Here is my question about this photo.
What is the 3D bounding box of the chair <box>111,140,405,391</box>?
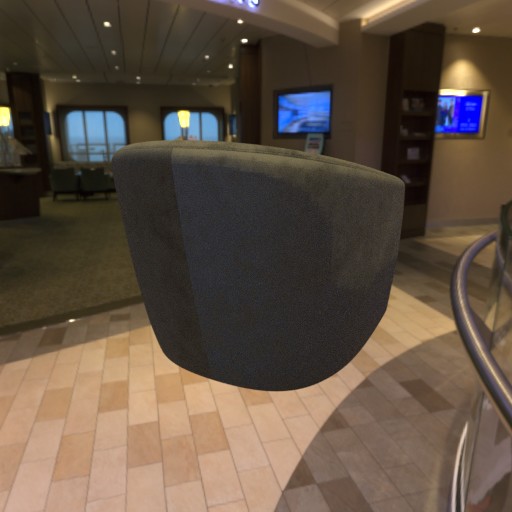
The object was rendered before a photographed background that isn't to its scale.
[{"bbox_3d":[0.000,0.000,1.371,0.773,0.698,0.767,8,17,28],"label":"chair"}]
